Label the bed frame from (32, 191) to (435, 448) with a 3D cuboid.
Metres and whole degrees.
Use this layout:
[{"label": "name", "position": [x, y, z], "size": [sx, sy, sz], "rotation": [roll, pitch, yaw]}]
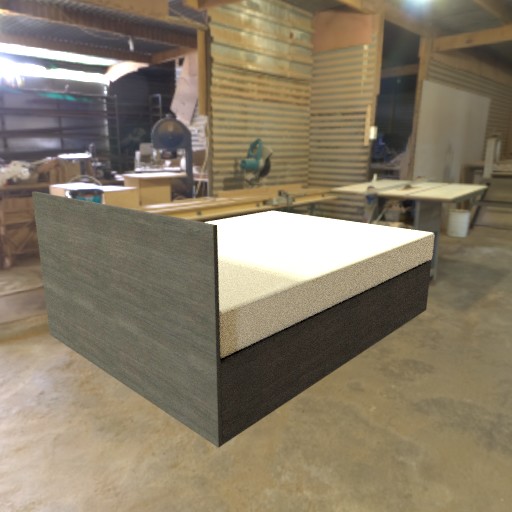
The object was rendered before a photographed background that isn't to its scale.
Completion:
[{"label": "bed frame", "position": [0.000, 0.000, 2.607], "size": [1.400, 0.800, 1.900], "rotation": [13, 19, 41]}]
